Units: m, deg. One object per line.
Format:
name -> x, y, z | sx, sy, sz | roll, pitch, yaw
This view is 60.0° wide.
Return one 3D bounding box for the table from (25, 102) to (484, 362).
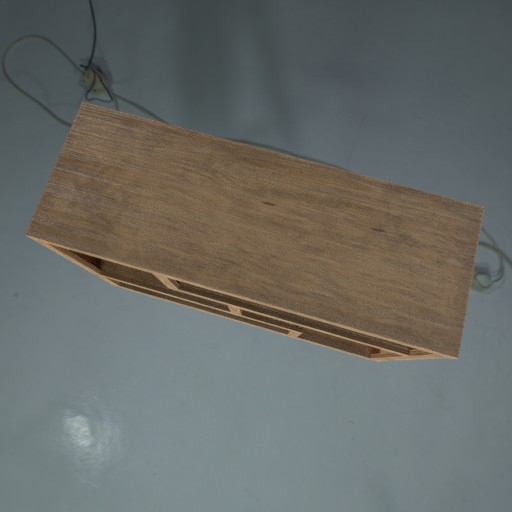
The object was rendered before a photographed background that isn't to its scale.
table -> 0.000, 0.000, 1.546 | 1.151, 0.771, 0.410 | 16, 77, 4
